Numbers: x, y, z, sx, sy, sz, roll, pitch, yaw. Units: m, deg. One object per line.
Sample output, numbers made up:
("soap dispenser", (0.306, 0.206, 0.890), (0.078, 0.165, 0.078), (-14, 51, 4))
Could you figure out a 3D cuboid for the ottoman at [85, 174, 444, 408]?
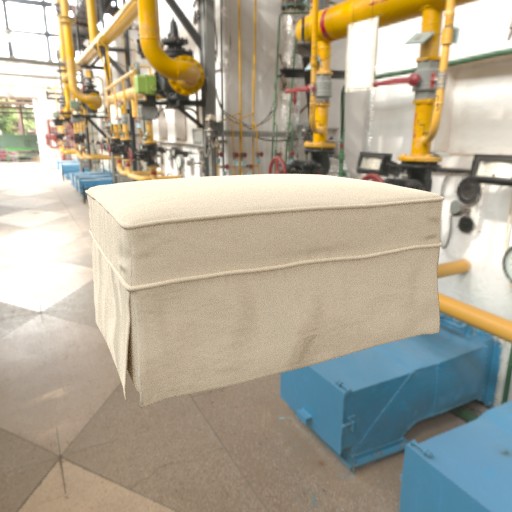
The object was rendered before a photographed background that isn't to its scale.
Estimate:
("ottoman", (0.000, 0.000, 1.380), (0.944, 0.479, 0.703), (-7, 17, -26))
